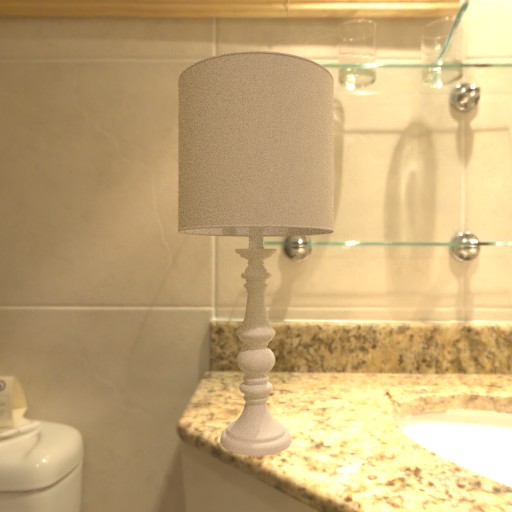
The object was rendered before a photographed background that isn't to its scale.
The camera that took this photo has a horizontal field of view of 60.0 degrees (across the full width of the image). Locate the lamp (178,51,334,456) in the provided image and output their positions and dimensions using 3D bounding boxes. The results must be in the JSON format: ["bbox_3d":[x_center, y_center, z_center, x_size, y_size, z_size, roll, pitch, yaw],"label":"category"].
[{"bbox_3d":[0.000,0.000,0.721,0.250,0.597,0.250,0,-1,-36],"label":"lamp"}]
